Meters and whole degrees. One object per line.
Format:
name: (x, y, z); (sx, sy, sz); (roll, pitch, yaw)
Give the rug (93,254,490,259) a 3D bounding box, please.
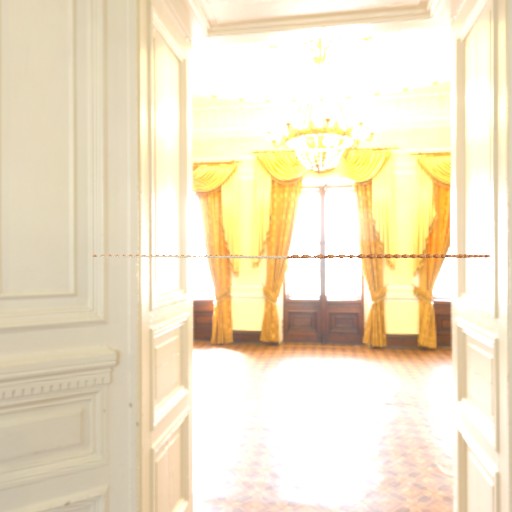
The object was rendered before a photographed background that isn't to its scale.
rug: (0.000, 0.000, 2.539); (1.232, 0.017, 2.092); (0, 0, -36)
